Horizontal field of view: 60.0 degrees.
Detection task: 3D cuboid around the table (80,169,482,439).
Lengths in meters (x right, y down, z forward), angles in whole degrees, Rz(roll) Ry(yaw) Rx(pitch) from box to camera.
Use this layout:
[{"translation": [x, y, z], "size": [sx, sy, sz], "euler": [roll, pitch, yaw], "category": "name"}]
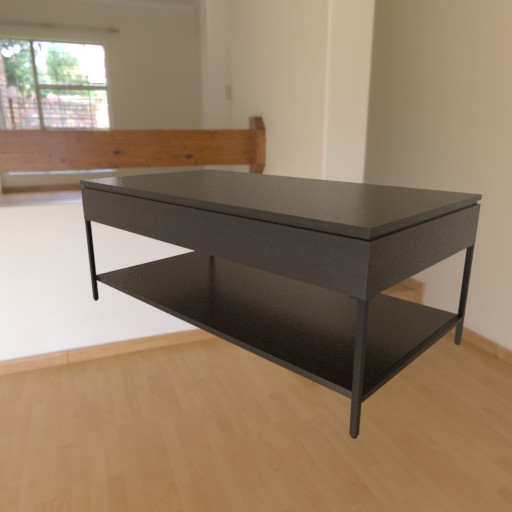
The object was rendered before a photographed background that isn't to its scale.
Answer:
[{"translation": [0.000, 0.000, 1.388], "size": [1.095, 0.435, 0.574], "euler": [15, 22, 42], "category": "table"}]
